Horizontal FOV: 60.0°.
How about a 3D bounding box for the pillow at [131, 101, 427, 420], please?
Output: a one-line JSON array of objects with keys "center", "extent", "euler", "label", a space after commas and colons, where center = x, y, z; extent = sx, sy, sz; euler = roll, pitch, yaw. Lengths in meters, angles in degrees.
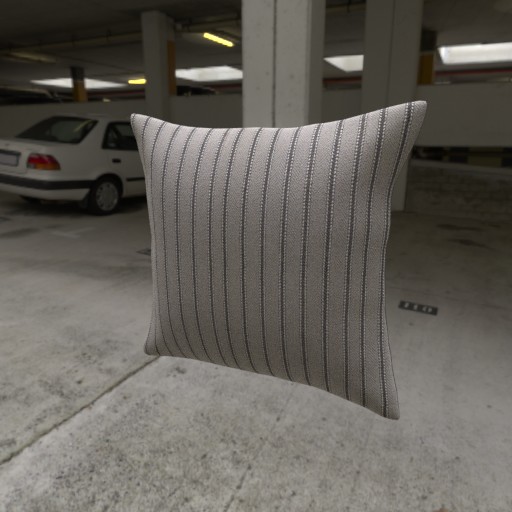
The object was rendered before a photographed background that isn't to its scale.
[{"center": [0.000, 0.000, 0.692], "extent": [0.468, 0.444, 0.138], "euler": [7, 17, 25], "label": "pillow"}]
